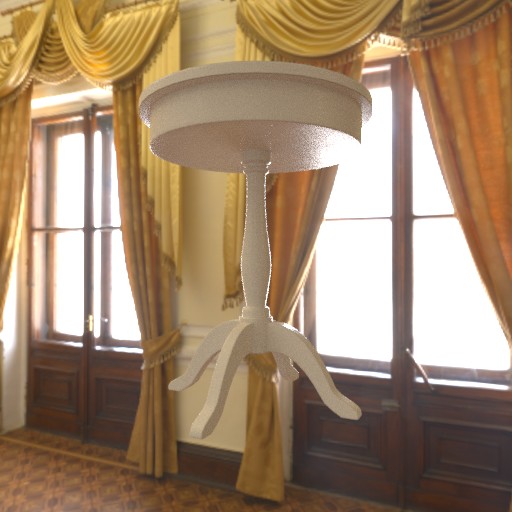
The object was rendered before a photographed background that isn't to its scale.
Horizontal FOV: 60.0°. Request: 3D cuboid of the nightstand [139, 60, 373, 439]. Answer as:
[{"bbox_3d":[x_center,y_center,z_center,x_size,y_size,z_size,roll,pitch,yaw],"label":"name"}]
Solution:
[{"bbox_3d":[0.000,0.000,0.998,0.513,0.653,0.513,-1,-1,36],"label":"nightstand"}]
